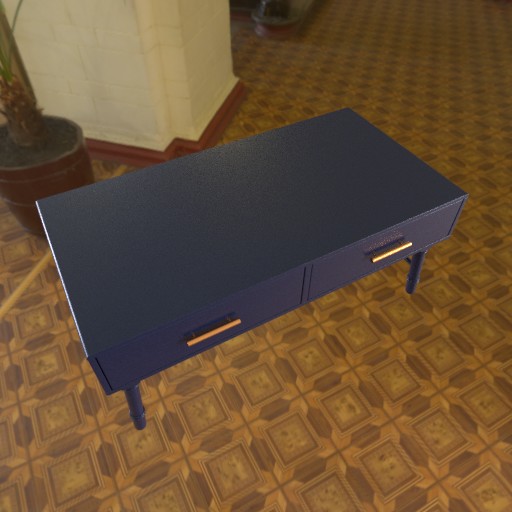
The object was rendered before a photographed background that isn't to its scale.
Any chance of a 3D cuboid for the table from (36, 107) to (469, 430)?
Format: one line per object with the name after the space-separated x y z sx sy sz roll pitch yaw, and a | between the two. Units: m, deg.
0.000 0.000 1.383 1.067 0.457 0.572 -22 51 -19 | table
